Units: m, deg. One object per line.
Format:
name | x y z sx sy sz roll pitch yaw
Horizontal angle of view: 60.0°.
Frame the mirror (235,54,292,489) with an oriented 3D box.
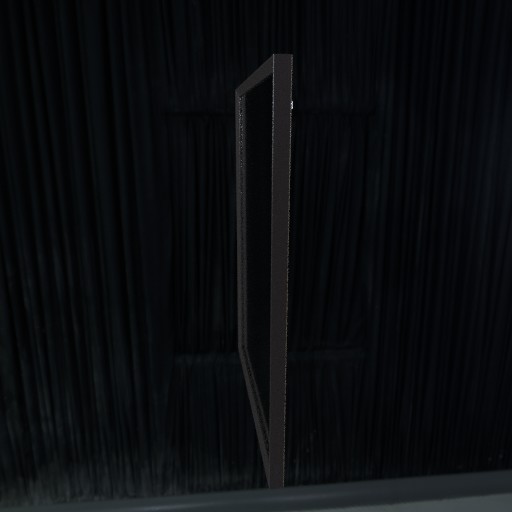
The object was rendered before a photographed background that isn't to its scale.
mirror | 0.000 0.000 1.350 0.041 1.016 0.762 -2 16 -8
